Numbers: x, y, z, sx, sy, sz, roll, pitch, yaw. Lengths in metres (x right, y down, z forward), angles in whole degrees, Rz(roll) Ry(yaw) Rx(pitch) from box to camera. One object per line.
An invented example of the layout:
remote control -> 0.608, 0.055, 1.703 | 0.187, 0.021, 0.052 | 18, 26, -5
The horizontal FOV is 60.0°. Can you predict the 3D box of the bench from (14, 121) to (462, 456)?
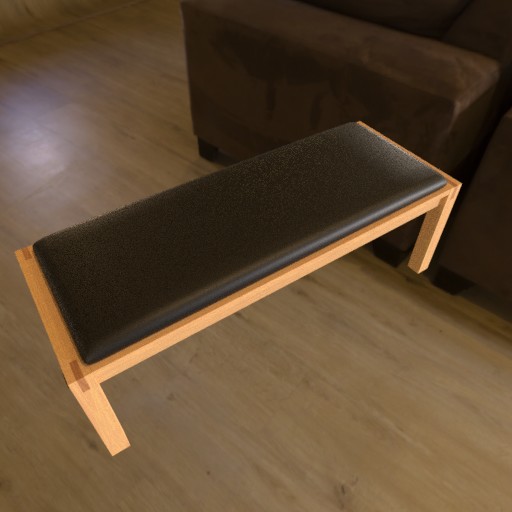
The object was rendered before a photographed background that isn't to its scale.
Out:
bench -> 0.000, 0.000, 1.362 | 1.202, 0.430, 0.450 | -26, 51, -23
